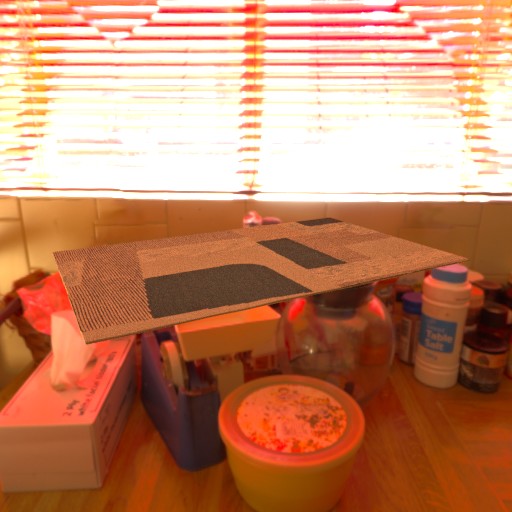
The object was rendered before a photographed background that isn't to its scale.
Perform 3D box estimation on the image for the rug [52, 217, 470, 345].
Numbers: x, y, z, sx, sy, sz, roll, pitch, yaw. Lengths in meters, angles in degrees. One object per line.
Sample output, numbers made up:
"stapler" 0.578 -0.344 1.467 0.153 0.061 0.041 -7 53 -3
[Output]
"rug" 0.000 0.000 3.030 2.436 0.015 1.521 -9 19 -27
